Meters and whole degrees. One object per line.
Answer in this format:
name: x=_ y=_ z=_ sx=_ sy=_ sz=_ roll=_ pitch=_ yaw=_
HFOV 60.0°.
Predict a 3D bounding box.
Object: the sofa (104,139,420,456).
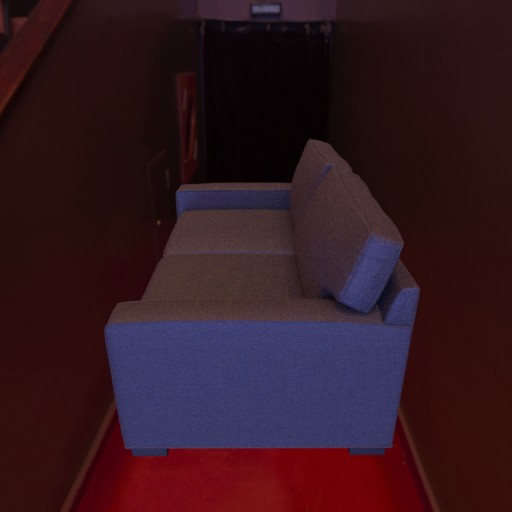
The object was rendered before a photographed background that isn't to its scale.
sofa: x=0.000 y=0.000 z=2.098 sx=0.974 sy=0.887 sz=1.534 roll=0 pitch=25 yaw=0
